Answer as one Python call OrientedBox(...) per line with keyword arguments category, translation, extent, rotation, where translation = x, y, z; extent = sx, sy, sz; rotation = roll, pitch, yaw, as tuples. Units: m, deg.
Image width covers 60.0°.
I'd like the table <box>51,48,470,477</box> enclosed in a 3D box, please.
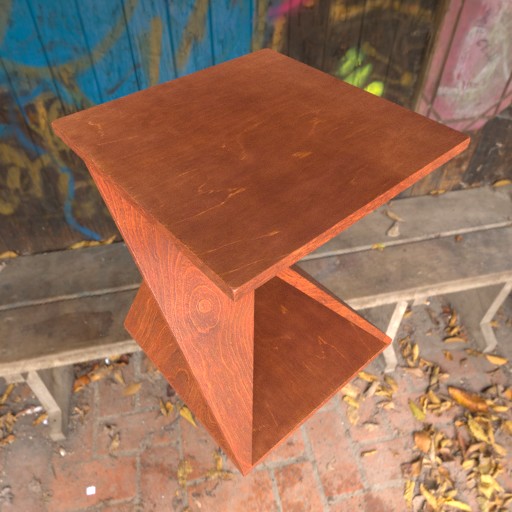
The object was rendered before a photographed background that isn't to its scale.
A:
OrientedBox(category="table", translation=(0.000, 0.000, 0.820), extent=(0.427, 0.520, 0.427), rotation=(-32, 54, -27))
